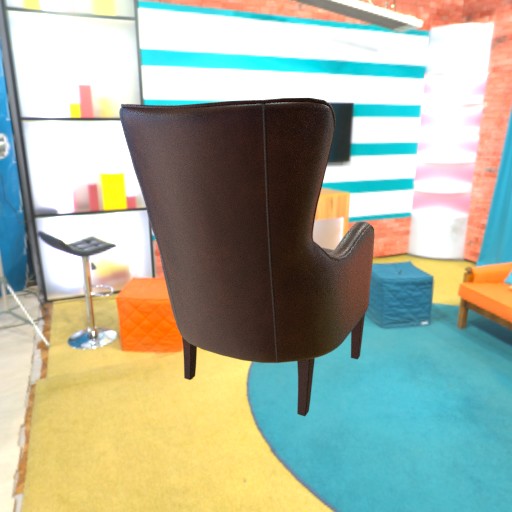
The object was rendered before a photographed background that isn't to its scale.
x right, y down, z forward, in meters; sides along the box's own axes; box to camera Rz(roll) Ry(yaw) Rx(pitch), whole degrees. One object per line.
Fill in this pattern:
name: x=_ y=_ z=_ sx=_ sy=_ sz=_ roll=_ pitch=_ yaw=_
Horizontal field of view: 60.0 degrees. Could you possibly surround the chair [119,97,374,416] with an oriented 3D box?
chair: x=0.000 y=0.000 z=1.633 sx=0.692 sy=1.048 sz=0.914 roll=8 pitch=18 yaw=27
